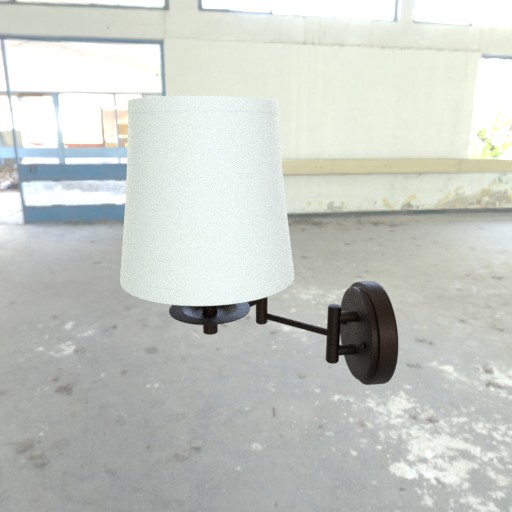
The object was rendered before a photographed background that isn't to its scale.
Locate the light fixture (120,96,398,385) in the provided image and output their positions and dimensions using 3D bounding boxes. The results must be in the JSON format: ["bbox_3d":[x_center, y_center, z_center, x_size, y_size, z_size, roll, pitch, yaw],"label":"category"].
[{"bbox_3d":[0.000,0.000,0.263,0.157,0.172,0.100,-2,15,-7],"label":"light fixture"}]
